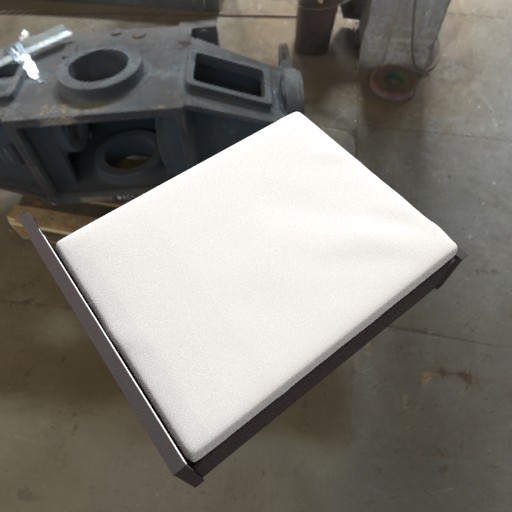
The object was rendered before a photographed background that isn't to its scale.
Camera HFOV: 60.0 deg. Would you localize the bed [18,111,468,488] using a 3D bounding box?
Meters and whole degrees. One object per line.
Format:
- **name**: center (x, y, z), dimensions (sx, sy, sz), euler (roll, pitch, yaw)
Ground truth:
- **bed**: center (0.000, 0.000, 2.815), dimensions (2.103, 0.808, 1.634), euler (-33, 64, -18)
